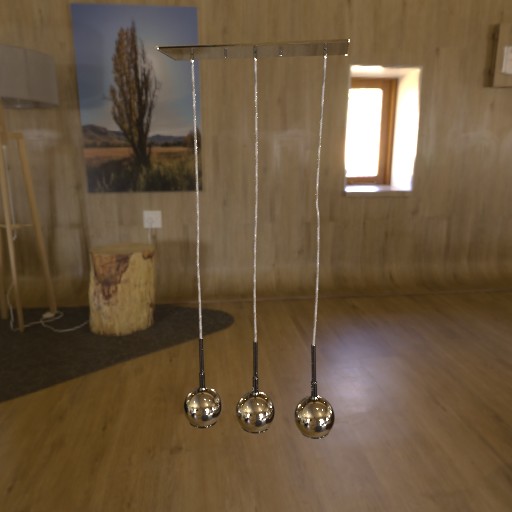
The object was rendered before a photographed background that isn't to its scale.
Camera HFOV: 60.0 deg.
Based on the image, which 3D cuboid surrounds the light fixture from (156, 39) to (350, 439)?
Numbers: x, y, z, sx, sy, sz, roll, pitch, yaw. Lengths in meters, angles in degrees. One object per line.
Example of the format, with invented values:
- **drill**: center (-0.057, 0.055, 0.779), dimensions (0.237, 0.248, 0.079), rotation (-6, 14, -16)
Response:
- **light fixture**: center (0.000, 0.000, 1.632), dimensions (0.623, 1.408, 0.188), rotation (2, 14, 9)
